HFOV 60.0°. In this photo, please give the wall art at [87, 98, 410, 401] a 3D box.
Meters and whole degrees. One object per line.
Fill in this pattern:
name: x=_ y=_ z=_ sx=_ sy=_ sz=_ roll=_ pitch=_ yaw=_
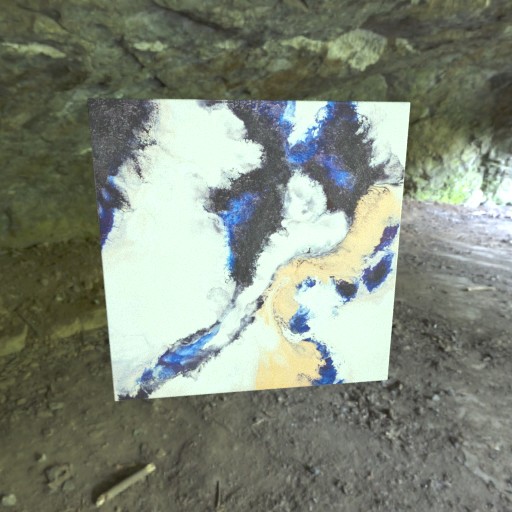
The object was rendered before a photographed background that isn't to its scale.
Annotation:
wall art: x=0.000 y=0.000 z=1.333 sx=0.887 sy=0.885 sz=0.038 roll=-2 pitch=15 yaw=-8
